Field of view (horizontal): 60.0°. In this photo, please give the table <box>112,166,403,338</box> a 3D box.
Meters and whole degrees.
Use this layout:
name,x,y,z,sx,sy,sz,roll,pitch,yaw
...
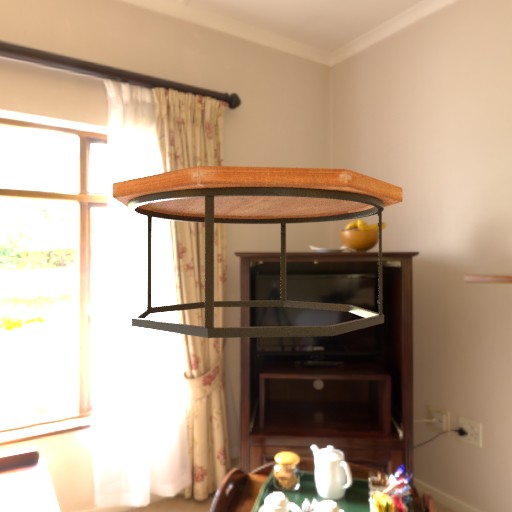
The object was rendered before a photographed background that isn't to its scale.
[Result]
name,x,y,z,sx,sy,sz,roll,pitch,yaw
table,0.000,0.000,1.592,1.002,0.444,1.002,0,-1,0
